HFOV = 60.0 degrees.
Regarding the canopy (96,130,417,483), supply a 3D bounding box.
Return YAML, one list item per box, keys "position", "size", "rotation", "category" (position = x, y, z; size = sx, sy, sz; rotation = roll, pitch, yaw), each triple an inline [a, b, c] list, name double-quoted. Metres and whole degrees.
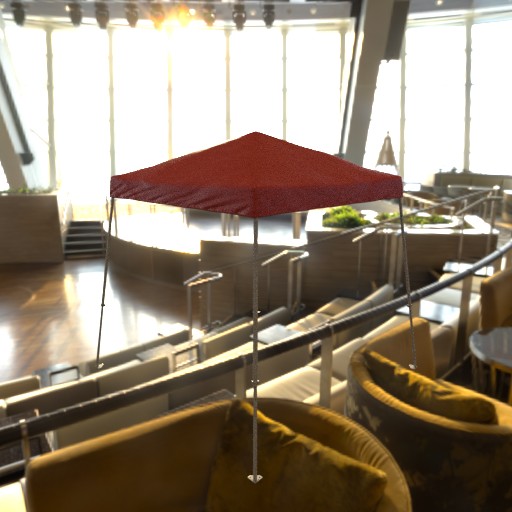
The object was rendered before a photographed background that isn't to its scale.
- position: [0.000, 0.000, 6.605]
  size: [3.599, 3.600, 3.600]
  rotation: [-13, 18, -43]
  category: "canopy"
